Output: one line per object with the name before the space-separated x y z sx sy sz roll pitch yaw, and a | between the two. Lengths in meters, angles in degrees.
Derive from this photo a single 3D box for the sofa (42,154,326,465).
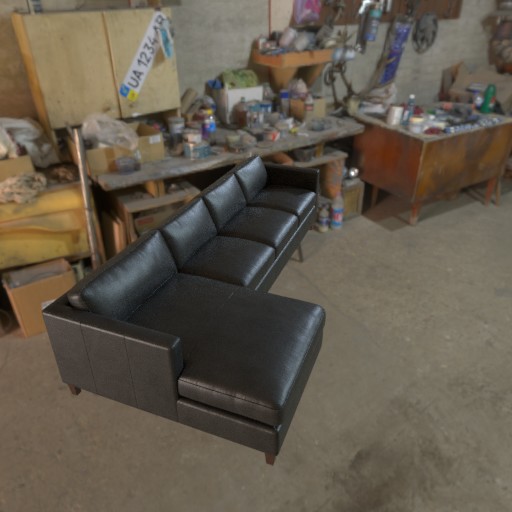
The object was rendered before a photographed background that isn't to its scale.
sofa | 0.000 0.000 3.893 1.581 0.883 3.203 11 32 19
